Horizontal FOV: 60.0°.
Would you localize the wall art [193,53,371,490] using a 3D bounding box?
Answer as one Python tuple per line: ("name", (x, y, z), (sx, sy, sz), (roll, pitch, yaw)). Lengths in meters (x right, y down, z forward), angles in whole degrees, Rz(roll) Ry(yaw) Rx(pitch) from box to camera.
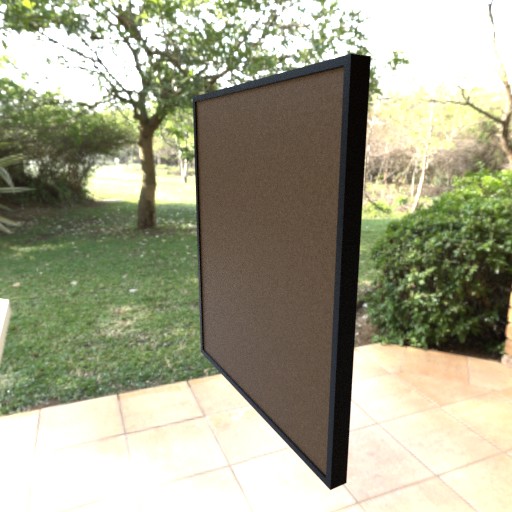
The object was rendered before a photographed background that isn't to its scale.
("wall art", (0.000, 0.000, 0.518), (0.019, 0.381, 0.330), (-7, 16, -28))
